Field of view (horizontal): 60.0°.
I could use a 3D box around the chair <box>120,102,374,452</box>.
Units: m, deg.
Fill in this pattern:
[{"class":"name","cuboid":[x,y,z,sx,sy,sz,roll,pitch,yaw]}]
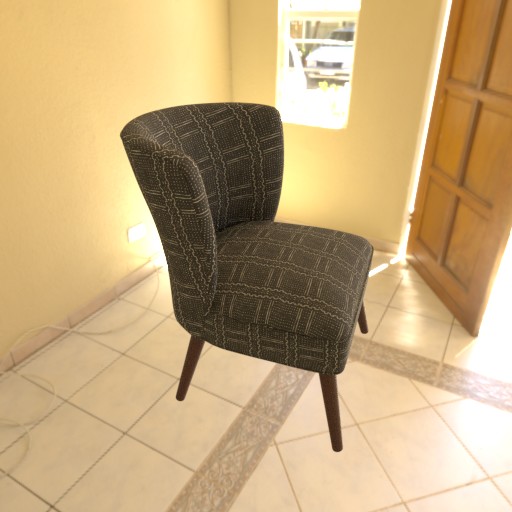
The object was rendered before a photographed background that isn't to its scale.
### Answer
[{"class":"chair","cuboid":[0.000,0.000,1.454,0.758,0.866,0.710,10,31,17]}]
